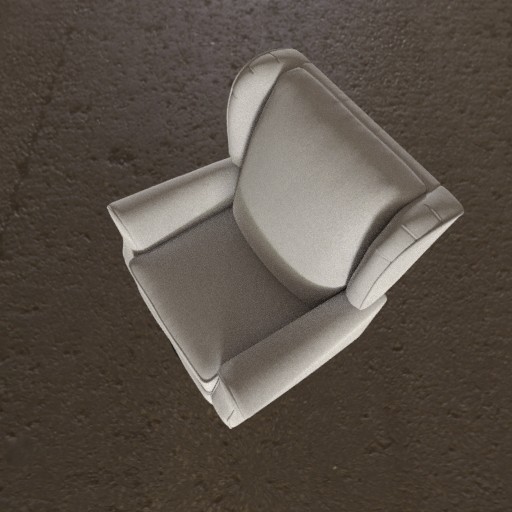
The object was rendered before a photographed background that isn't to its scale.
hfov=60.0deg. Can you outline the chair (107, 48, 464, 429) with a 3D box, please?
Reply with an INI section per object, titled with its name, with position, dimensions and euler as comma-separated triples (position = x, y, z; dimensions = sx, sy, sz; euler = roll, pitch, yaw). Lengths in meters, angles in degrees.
[chair]
position = 0.000, 0.000, 1.627
dimensions = 0.854, 0.967, 0.906
euler = -32, 68, -15
